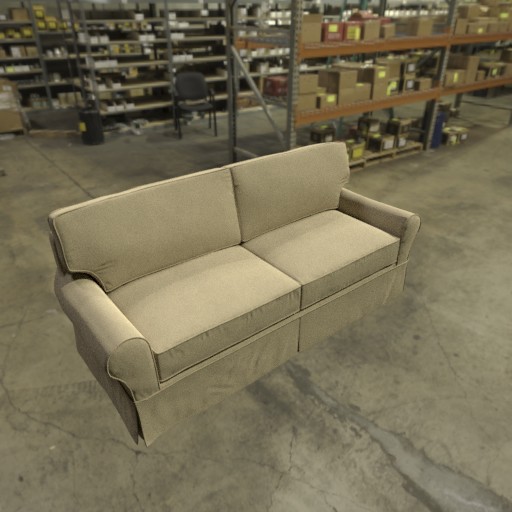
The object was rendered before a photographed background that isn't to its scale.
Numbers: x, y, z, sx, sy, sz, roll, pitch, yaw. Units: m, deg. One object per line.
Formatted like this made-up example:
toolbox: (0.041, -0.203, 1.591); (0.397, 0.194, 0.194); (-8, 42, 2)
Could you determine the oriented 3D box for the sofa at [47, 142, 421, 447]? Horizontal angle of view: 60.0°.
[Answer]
sofa: (0.000, 0.000, 2.752); (2.246, 1.014, 0.900); (-22, 36, -32)
